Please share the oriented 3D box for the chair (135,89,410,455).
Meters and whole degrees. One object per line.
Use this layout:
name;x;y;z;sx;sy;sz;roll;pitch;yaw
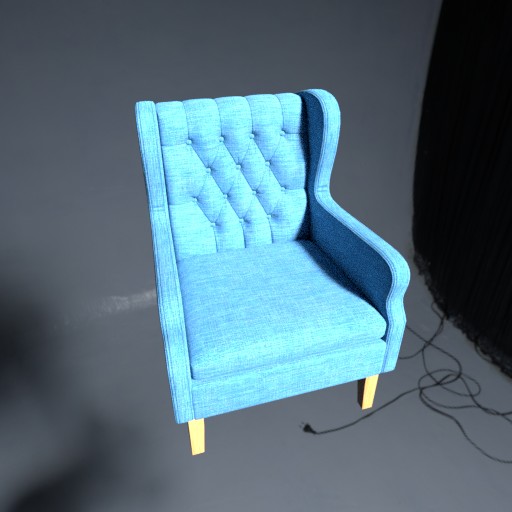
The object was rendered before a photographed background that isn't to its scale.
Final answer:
chair;0.000;0.000;1.512;0.711;0.952;0.775;-9;34;-14
